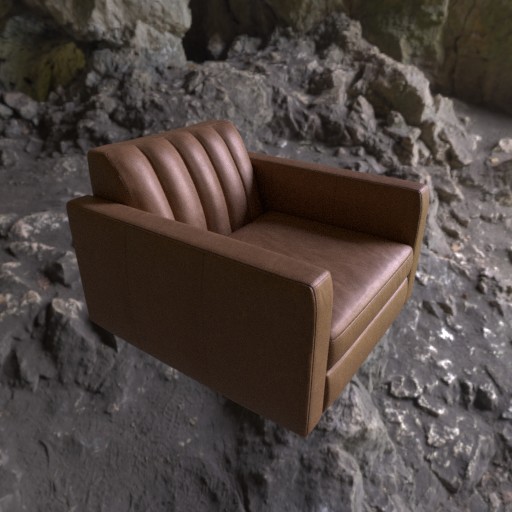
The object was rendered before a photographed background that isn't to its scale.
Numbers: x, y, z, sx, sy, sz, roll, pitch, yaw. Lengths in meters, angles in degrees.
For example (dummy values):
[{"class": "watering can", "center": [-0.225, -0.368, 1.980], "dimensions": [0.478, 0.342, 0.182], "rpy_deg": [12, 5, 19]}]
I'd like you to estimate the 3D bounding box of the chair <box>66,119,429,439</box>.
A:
[{"class": "chair", "center": [0.000, 0.000, 1.679], "dimensions": [0.998, 0.819, 0.953], "rpy_deg": [18, 33, 31]}]
